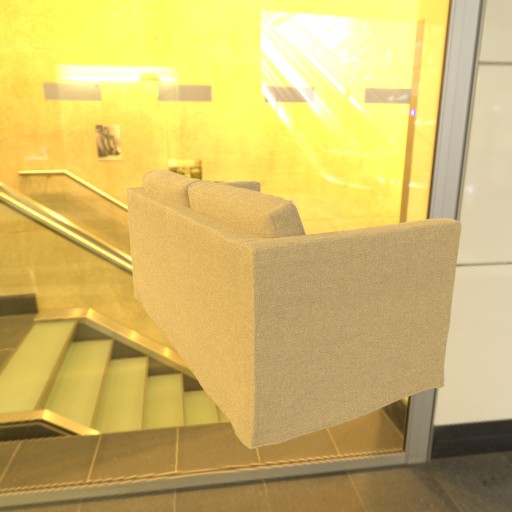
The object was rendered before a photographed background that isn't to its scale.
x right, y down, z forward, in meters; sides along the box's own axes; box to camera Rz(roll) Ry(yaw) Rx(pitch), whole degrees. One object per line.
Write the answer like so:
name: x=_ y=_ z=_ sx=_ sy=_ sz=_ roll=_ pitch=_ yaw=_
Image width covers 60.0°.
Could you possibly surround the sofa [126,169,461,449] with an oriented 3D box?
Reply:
sofa: x=0.000 y=0.000 z=2.315 sx=0.956 sy=0.828 sz=1.766 roll=-8 pitch=17 yaw=-27
